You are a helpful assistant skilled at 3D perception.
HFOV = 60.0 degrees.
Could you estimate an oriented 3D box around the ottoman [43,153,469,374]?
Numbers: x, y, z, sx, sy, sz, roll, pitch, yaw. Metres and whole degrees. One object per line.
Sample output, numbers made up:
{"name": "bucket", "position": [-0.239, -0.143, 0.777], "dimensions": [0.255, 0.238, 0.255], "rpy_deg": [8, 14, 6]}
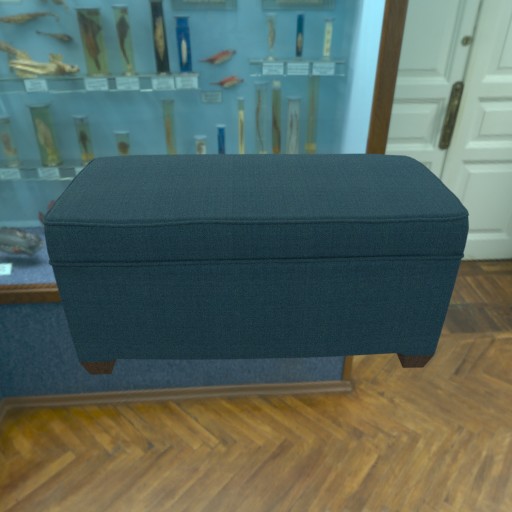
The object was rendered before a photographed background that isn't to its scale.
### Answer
{"name": "ottoman", "position": [0.000, 0.000, 1.230], "dimensions": [0.943, 0.474, 0.474], "rpy_deg": [-1, 31, -1]}
